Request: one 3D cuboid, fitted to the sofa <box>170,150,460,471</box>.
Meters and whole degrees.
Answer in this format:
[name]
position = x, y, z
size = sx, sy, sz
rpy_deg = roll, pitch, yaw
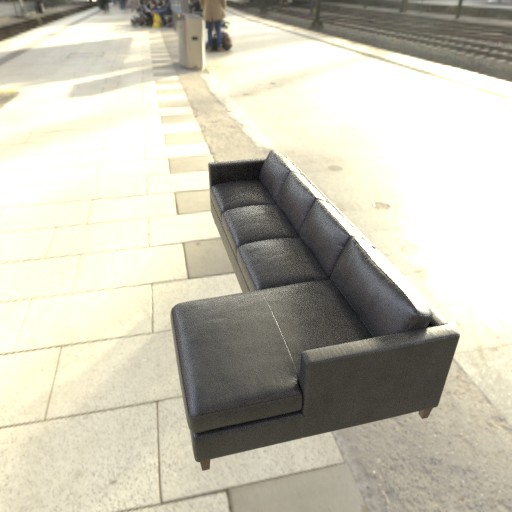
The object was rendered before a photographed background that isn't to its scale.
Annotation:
[sofa]
position = 0.000, 0.000, 3.812
size = 1.581, 0.883, 3.203
rpy_deg = -8, 32, -12
